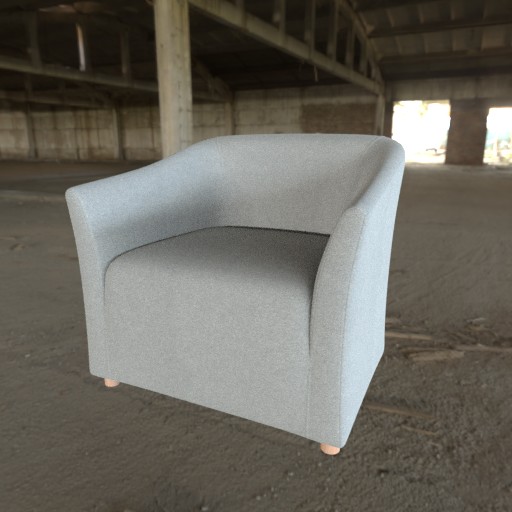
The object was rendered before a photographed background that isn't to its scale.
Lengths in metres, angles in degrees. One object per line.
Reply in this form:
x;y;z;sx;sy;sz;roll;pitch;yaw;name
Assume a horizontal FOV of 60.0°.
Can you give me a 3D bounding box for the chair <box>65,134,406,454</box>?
0.000;0.000;1.340;0.790;0.720;0.700;7;16;25;chair
